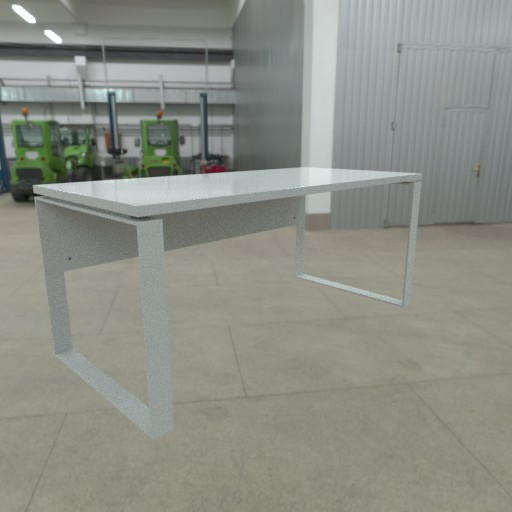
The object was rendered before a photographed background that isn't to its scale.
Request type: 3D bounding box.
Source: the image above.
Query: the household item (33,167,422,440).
[{"bbox_3d":[0.000,0.000,2.155,1.700,0.745,0.800,-14,20,-43],"label":"household item"}]
